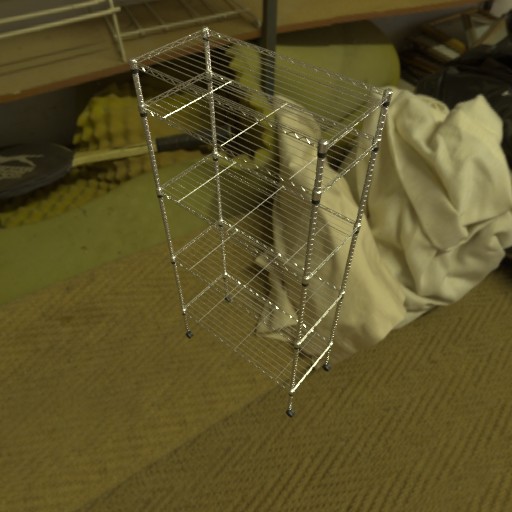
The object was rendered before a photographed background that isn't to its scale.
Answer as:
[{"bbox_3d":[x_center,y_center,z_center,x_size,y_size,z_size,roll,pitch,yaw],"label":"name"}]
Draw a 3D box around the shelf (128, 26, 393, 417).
[{"bbox_3d":[0.000,0.000,1.895,0.762,1.587,0.356,31,55,26],"label":"shelf"}]
